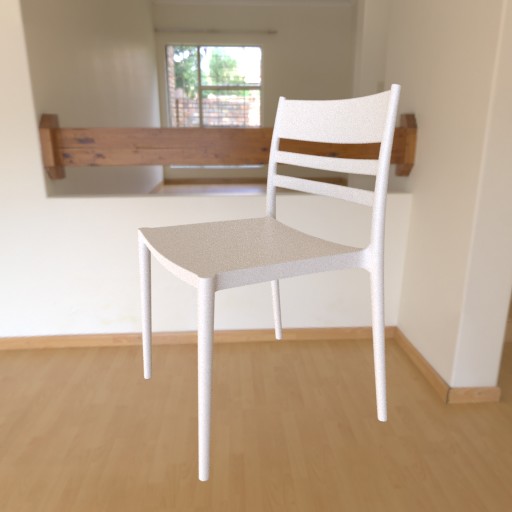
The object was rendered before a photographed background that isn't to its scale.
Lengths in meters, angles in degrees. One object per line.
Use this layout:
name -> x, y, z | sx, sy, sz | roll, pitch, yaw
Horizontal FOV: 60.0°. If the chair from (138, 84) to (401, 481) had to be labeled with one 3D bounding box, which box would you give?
chair -> 0.000, 0.000, 1.127 | 0.511, 0.800, 0.531 | -9, 18, -27
